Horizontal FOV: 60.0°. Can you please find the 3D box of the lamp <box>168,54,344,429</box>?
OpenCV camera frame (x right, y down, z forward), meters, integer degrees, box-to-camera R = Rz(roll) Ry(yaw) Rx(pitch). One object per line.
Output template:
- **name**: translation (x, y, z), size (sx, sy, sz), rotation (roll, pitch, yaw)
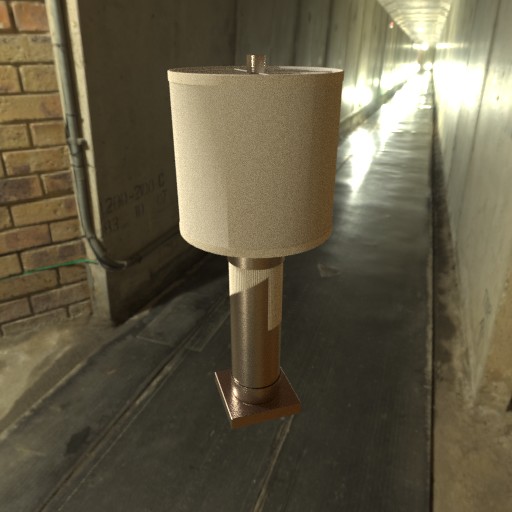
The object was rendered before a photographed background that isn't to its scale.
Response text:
- **lamp**: translation (0.000, 0.000, 0.616), size (0.202, 0.509, 0.202), rotation (-8, 27, -16)
